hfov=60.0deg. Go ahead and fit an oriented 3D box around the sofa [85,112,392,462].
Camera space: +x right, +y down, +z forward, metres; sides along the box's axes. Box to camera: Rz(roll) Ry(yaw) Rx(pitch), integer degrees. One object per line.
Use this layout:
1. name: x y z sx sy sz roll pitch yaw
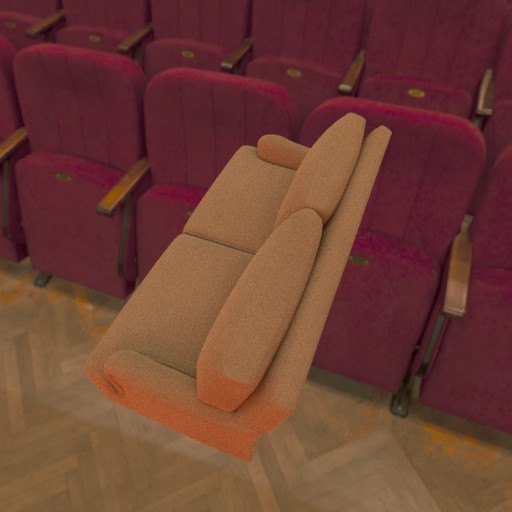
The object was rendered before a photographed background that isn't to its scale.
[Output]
1. sofa: 0.000 0.000 2.654 1.091 0.997 2.070 17 50 14
